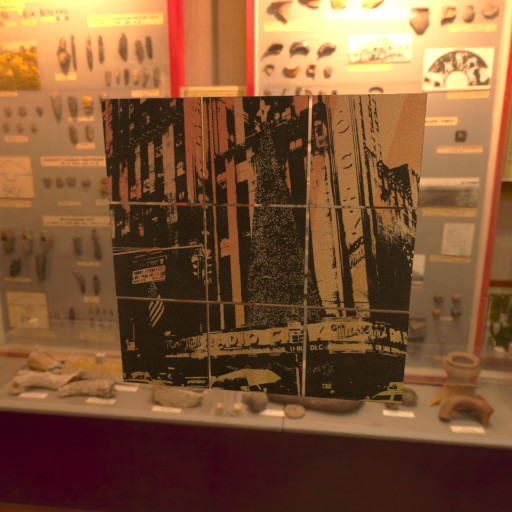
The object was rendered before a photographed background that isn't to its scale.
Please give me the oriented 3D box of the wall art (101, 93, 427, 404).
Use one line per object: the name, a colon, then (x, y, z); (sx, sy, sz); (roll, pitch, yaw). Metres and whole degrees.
wall art: (0.000, 0.000, 1.346); (0.919, 0.917, 0.010); (2, 14, 8)
